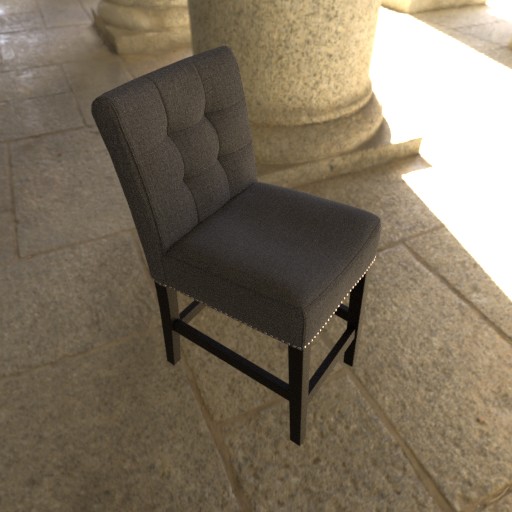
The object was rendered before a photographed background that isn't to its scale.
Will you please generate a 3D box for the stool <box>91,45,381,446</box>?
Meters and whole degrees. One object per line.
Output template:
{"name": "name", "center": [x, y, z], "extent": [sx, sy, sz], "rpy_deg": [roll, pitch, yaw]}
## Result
{"name": "stool", "center": [0.000, 0.000, 1.186], "extent": [0.571, 0.885, 0.427], "rpy_deg": [26, 48, 26]}
